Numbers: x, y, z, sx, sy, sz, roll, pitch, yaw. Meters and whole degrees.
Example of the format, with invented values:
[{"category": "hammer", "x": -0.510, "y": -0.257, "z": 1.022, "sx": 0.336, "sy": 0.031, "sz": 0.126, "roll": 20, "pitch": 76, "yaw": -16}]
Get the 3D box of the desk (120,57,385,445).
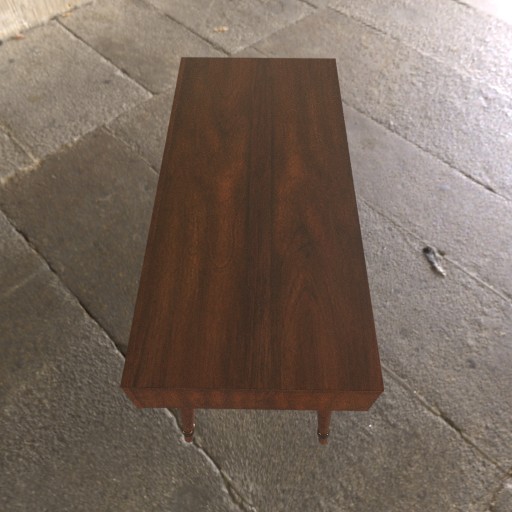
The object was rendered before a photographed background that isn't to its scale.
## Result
[{"category": "desk", "x": 0.000, "y": 0.000, "z": 2.094, "sx": 0.734, "sy": 1.031, "sz": 1.577, "roll": 1, "pitch": 56, "yaw": 0}]
